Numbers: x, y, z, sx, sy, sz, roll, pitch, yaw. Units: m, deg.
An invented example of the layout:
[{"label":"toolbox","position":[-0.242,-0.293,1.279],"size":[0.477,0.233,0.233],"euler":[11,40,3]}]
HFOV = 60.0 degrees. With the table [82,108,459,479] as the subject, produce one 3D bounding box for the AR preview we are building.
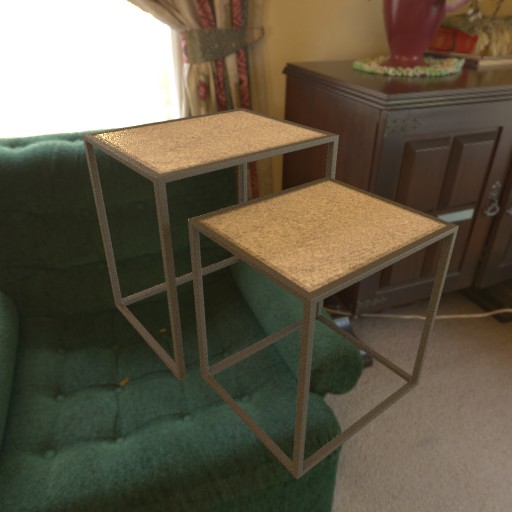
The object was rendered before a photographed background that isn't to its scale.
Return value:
[{"label":"table","position":[0.000,0.000,1.131],"size":[0.508,0.540,0.788],"euler":[-21,36,-32]}]
